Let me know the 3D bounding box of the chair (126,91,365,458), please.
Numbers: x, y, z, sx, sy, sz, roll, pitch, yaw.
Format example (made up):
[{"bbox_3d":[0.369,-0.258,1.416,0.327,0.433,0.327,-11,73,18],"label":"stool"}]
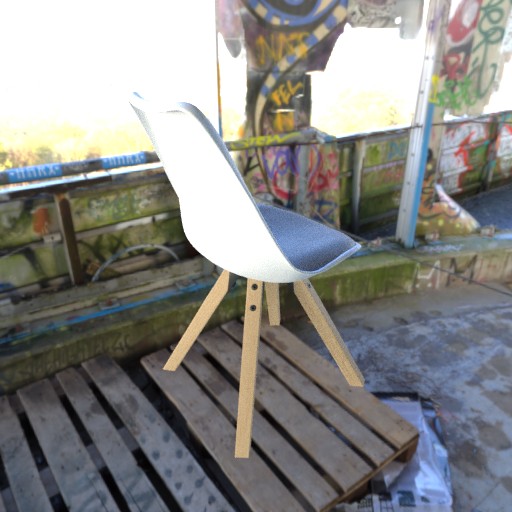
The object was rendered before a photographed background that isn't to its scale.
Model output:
[{"bbox_3d":[0.000,0.000,1.202,0.550,0.850,0.485,-18,31,-32],"label":"chair"}]
